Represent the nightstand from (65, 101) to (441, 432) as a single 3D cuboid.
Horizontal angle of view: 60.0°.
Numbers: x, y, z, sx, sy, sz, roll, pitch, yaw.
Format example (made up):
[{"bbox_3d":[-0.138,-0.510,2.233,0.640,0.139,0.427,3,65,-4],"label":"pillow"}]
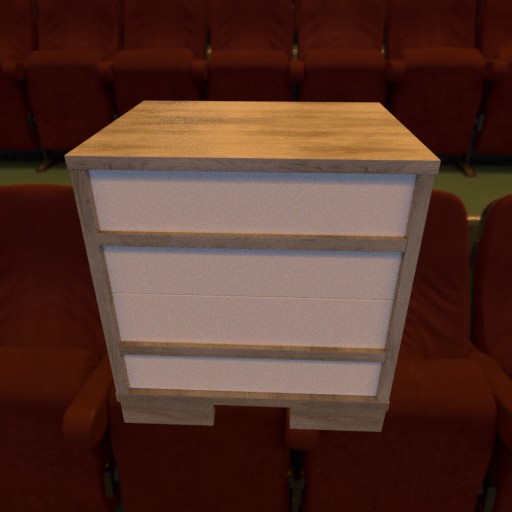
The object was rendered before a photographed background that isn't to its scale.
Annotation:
[{"bbox_3d":[0.000,0.000,0.761,0.427,0.448,0.347,1,29,2],"label":"nightstand"}]
